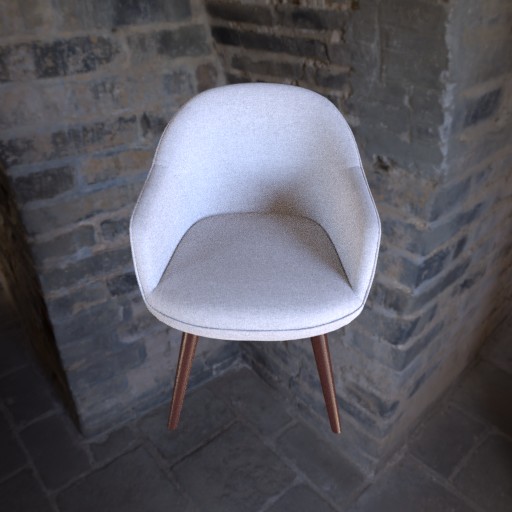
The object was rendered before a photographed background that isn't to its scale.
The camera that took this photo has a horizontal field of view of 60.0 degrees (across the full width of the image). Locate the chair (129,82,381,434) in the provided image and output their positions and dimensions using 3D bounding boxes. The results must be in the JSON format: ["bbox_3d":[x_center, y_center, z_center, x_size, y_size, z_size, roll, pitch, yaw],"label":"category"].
[{"bbox_3d":[0.000,0.000,1.257,0.596,0.823,0.635,1,31,1],"label":"chair"}]
